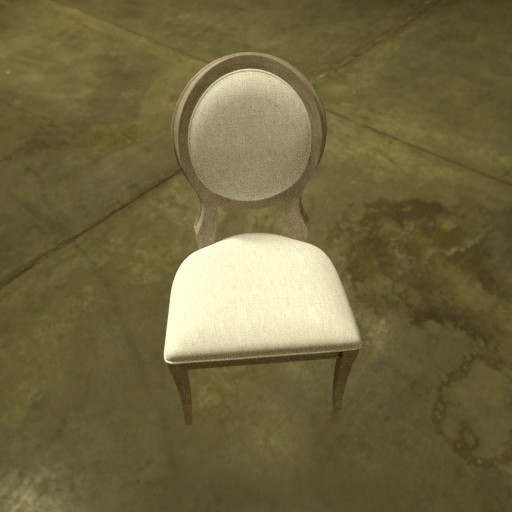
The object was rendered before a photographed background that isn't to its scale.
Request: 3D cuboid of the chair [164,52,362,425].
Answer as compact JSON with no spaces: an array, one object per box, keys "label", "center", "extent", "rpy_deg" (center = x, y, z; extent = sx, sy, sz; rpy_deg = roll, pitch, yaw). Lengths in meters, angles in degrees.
[{"label":"chair","center":[0.000,0.000,1.349],"extent":[0.558,0.990,0.602],"rpy_deg":[-4,48,-3]}]
